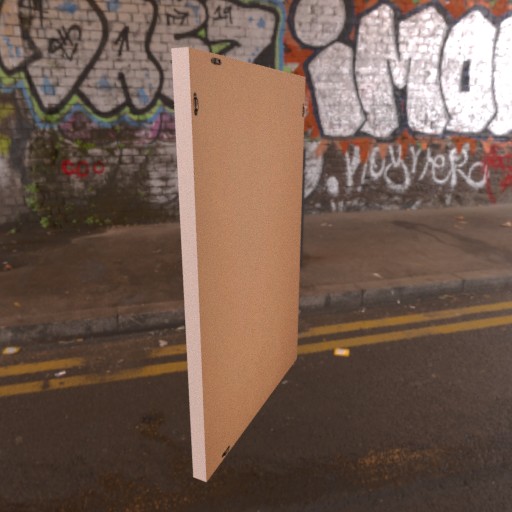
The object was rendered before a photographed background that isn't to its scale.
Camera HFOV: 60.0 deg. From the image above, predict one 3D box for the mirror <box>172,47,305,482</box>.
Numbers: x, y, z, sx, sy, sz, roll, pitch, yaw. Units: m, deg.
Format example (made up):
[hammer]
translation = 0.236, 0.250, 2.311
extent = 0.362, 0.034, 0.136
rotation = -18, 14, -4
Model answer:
[mirror]
translation = 0.000, 0.000, 1.156
extent = 0.041, 0.915, 0.609
rotation = 8, 19, 24
